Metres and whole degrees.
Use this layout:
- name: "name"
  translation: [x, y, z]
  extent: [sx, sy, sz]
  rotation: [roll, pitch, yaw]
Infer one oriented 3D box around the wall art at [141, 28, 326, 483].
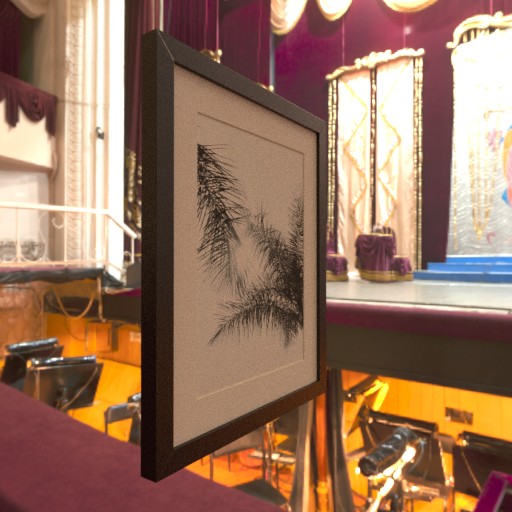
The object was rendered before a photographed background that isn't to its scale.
- name: "wall art"
  translation: [0.000, 0.000, 0.736]
  extent: [0.028, 0.557, 0.457]
  rotation: [0, -1, 36]
